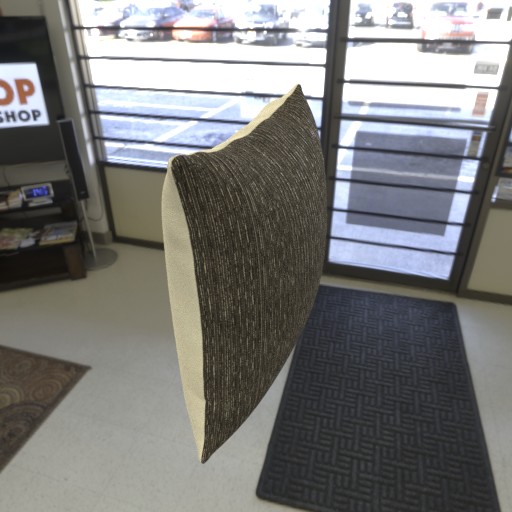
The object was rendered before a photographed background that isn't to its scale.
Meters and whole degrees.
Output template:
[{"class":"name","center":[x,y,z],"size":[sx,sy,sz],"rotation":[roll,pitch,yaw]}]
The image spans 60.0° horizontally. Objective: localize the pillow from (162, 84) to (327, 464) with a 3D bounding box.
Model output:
[{"class":"pillow","center":[0.000,0.000,0.675],"size":[0.196,0.434,0.433],"rotation":[10,32,17]}]
